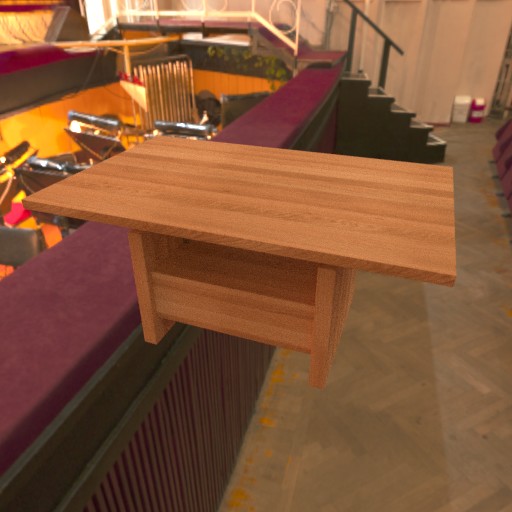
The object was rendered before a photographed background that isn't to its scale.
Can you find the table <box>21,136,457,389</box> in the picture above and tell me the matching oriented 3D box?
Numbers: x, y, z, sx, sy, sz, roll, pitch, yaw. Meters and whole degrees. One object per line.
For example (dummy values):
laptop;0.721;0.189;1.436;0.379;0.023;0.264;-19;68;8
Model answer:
table;0.000;0.000;1.445;1.100;0.510;0.700;11;32;18
